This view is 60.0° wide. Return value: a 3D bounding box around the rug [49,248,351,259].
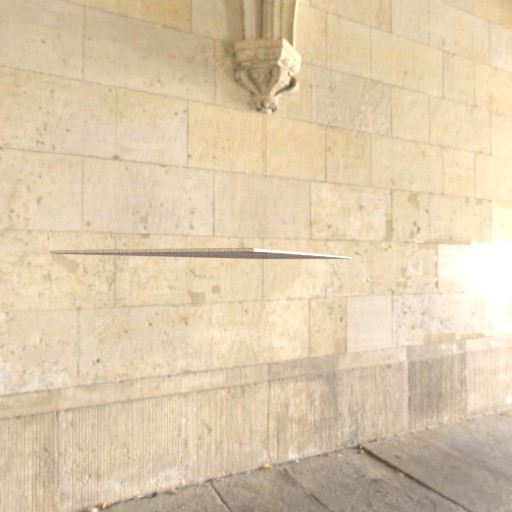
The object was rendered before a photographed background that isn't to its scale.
[{"bbox_3d":[0.000,0.000,2.718,0.855,0.017,2.452,0,-1,19],"label":"rug"}]
